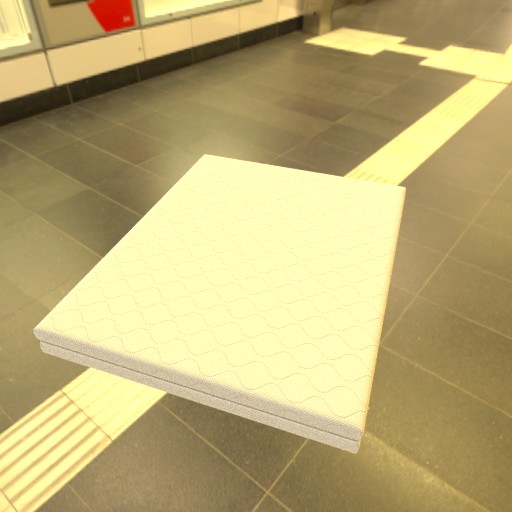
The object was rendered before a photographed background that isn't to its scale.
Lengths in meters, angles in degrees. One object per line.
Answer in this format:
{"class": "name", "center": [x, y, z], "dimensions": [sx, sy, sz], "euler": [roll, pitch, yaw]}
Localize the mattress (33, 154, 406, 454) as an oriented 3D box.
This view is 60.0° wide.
{"class": "mattress", "center": [0.000, 0.000, 2.725], "dimensions": [1.600, 0.200, 2.000], "euler": [13, 41, 15]}
